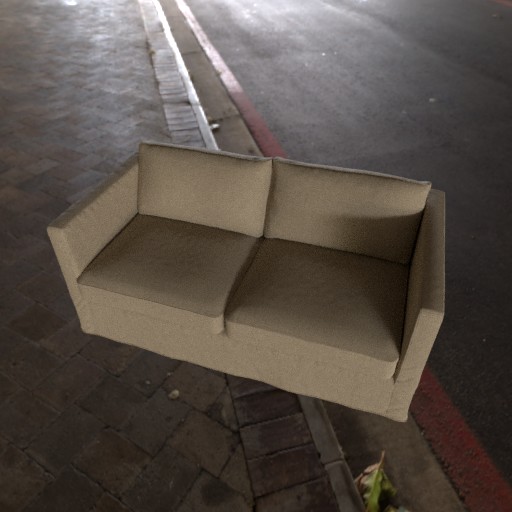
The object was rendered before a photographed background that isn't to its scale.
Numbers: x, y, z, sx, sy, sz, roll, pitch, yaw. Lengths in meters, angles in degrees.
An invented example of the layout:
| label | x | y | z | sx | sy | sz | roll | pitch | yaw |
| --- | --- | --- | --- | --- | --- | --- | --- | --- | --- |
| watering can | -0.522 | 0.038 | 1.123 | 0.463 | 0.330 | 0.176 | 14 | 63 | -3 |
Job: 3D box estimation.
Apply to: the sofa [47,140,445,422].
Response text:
| label | x | y | z | sx | sy | sz | roll | pitch | yaw |
| --- | --- | --- | --- | --- | --- | --- | --- | --- | --- |
| sofa | 0.000 | 0.000 | 2.313 | 1.766 | 0.828 | 0.956 | 12 | 41 | 14 |
